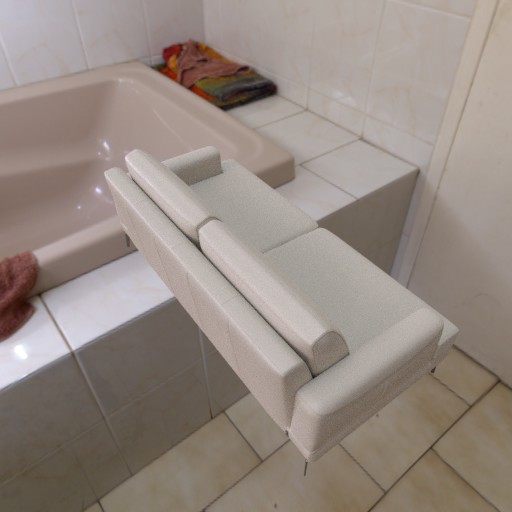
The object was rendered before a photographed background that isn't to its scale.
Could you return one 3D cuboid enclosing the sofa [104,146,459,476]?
[{"bbox_3d":[0.000,0.000,2.415,0.974,0.765,1.940,-26,48,-26],"label":"sofa"}]
